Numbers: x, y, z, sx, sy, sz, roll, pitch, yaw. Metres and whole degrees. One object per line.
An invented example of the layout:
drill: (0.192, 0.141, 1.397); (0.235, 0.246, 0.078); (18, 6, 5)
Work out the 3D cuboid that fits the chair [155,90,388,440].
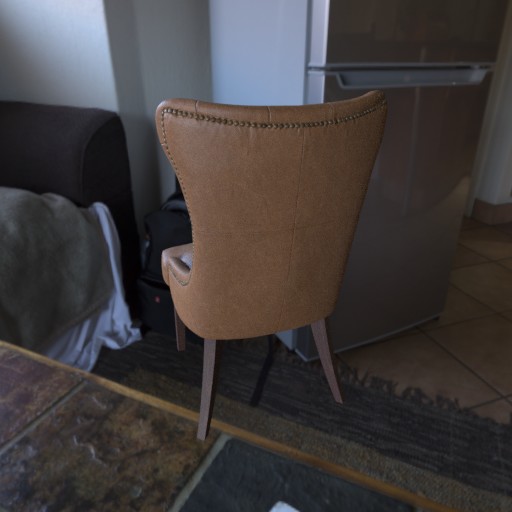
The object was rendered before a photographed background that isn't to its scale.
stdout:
chair: (0.000, 0.000, 1.481); (0.611, 1.065, 0.669); (-8, 27, -17)
